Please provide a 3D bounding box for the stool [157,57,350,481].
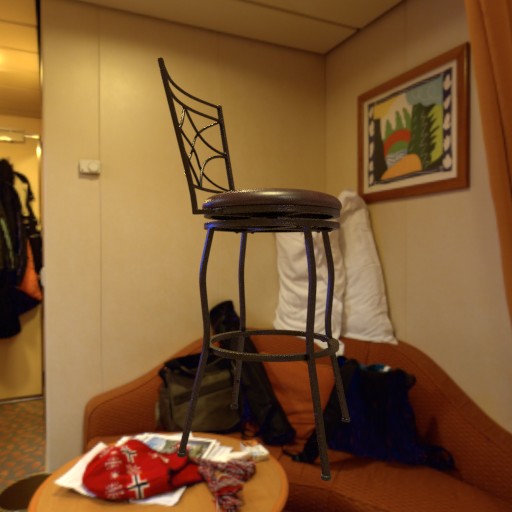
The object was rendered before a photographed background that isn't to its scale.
[{"bbox_3d":[0.000,0.000,1.384,0.534,1.117,0.434,0,0,18],"label":"stool"}]
